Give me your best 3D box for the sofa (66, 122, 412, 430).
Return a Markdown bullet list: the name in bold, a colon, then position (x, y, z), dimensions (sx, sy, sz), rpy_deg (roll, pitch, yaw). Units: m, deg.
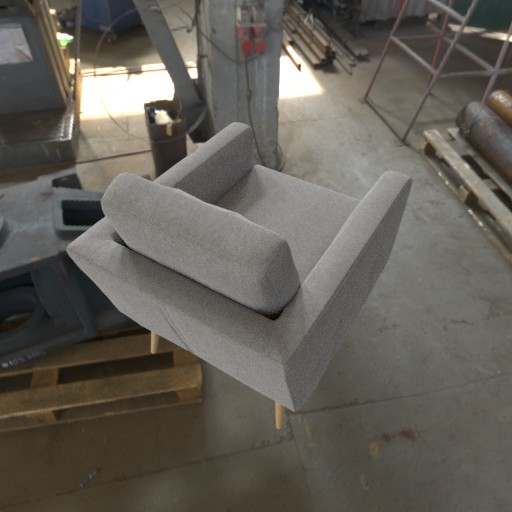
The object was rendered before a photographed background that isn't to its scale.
- **sofa**: position (0.000, 0.000, 1.563), dimensions (0.770, 0.860, 0.920), rpy_deg (24, 50, 22)
